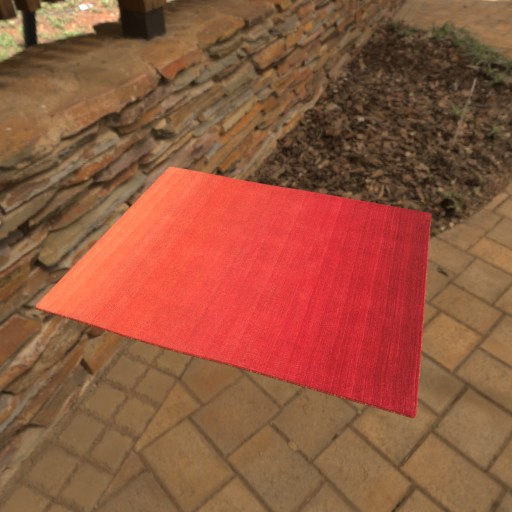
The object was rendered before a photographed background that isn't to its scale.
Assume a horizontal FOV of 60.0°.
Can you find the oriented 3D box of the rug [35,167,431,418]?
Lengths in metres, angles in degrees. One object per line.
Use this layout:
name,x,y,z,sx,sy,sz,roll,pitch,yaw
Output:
rug,0.000,0.000,3.949,2.905,0.028,2.340,13,43,14
